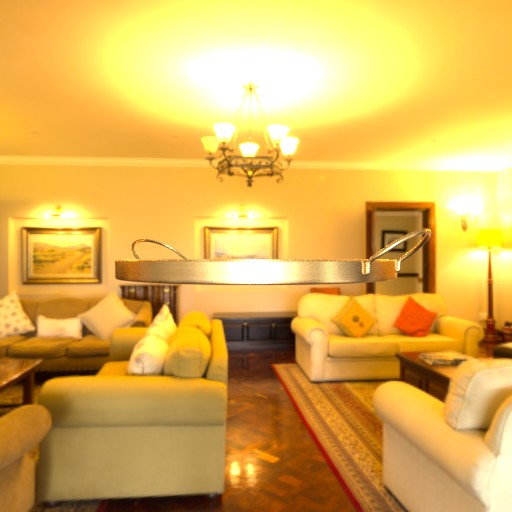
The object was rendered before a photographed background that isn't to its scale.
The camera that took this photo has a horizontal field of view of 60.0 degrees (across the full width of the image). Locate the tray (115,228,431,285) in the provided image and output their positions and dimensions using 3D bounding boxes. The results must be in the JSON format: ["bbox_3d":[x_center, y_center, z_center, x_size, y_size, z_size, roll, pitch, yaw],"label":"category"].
[{"bbox_3d":[0.000,0.000,0.722,0.543,0.069,0.438,0,0,36],"label":"tray"}]
